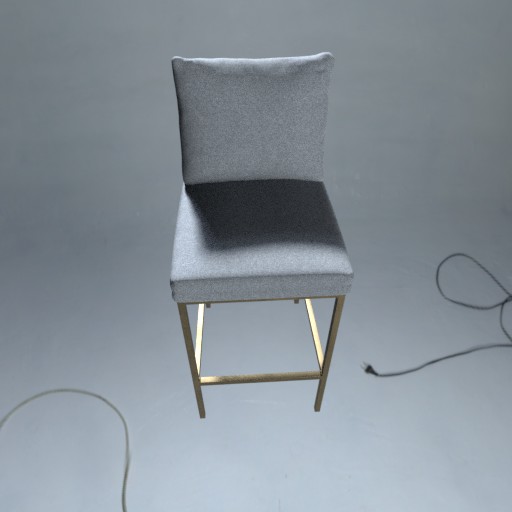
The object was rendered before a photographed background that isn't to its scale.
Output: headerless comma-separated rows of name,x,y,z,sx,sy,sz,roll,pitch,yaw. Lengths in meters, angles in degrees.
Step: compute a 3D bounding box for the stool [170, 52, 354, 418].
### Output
stool,0.000,0.000,1.428,0.463,1.130,0.569,-2,45,-2
